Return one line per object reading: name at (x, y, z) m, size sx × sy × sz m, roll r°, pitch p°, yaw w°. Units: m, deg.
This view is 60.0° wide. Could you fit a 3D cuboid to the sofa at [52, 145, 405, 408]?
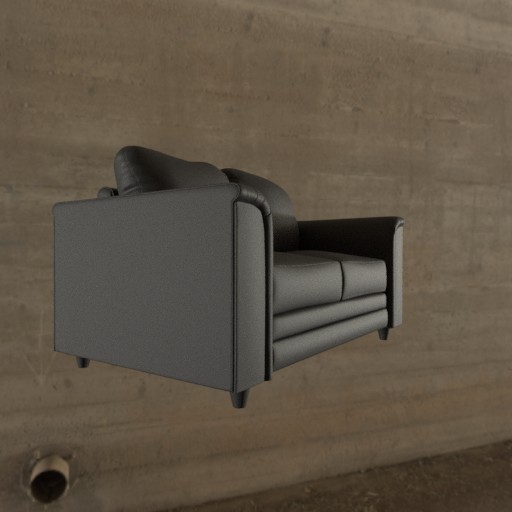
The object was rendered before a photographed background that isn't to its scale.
sofa at (0.000, 0.000, 1.952) m, size 0.887 × 0.845 × 1.386 m, roll 0°, pitch 1°, yaw 35°
